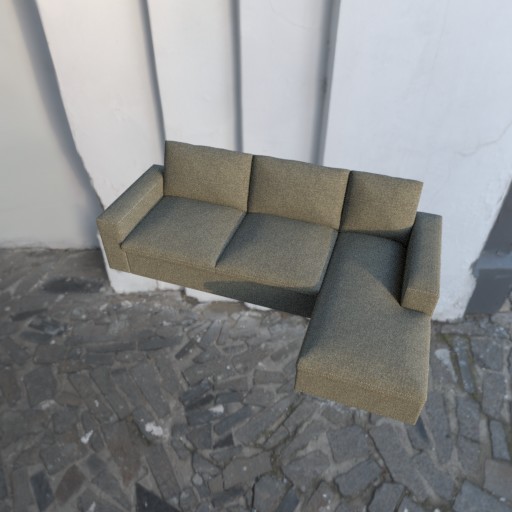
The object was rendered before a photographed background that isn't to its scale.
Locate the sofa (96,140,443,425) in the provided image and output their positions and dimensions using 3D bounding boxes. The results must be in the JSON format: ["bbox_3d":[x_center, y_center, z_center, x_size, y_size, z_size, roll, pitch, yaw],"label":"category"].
[{"bbox_3d":[0.000,0.000,3.502,2.718,0.940,1.689,13,42,14],"label":"sofa"}]
